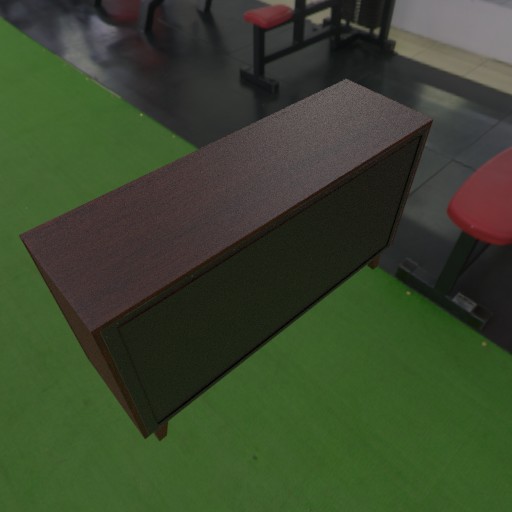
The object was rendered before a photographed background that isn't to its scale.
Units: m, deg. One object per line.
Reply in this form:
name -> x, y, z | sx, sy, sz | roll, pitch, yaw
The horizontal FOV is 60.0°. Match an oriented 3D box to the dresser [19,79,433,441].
dresser -> 0.000, 0.000, 2.023 | 1.609, 0.971, 0.499 | -33, 56, -27
